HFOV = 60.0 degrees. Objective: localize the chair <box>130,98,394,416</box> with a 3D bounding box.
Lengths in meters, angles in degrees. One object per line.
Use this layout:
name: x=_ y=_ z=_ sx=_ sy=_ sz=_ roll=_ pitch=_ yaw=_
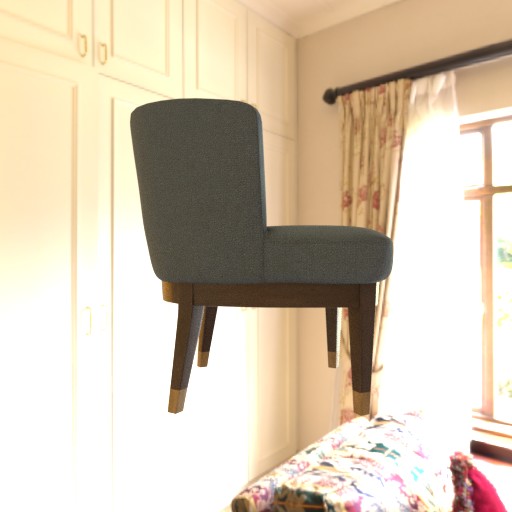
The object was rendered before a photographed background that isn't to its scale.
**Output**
chair: x=0.000 y=0.000 z=1.297 sx=0.702 sy=0.760 sz=0.661 roll=0 pitch=0 yaw=1
